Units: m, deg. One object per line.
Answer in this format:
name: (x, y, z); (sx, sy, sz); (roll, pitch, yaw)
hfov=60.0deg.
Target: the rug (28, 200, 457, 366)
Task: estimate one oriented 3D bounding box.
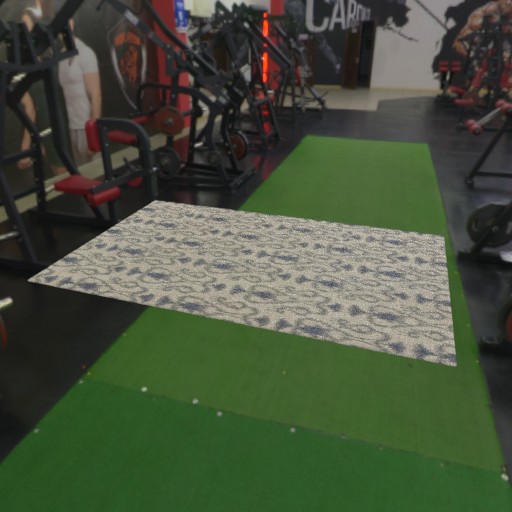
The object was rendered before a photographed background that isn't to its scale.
rug: (0.000, 0.000, 2.034); (1.652, 0.006, 1.035); (9, 28, 17)
